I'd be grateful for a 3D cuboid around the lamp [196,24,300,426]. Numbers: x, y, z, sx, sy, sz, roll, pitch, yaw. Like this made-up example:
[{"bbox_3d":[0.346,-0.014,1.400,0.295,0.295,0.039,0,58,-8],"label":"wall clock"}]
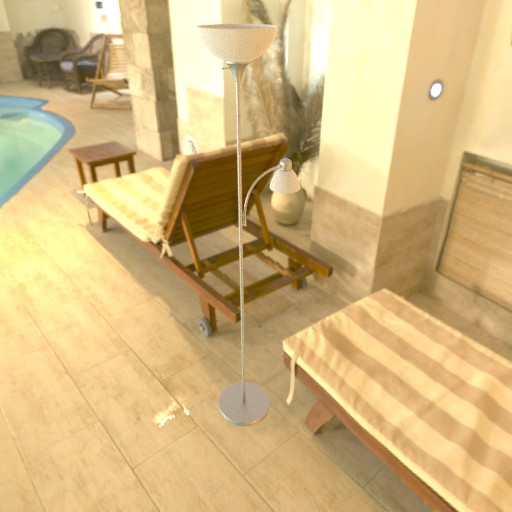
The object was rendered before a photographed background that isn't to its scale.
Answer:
[{"bbox_3d":[0.000,0.000,1.952,0.425,1.804,0.279,-19,36,-29],"label":"lamp"}]
